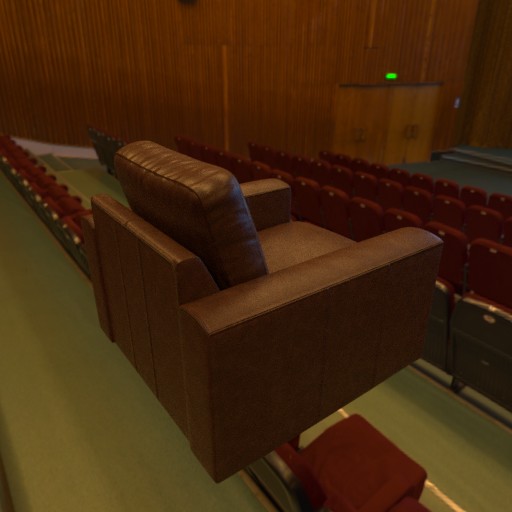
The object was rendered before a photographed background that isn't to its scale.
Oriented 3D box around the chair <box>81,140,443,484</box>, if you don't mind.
[{"bbox_3d":[0.000,0.000,1.730,1.016,0.873,1.005,-18,31,-32],"label":"chair"}]
